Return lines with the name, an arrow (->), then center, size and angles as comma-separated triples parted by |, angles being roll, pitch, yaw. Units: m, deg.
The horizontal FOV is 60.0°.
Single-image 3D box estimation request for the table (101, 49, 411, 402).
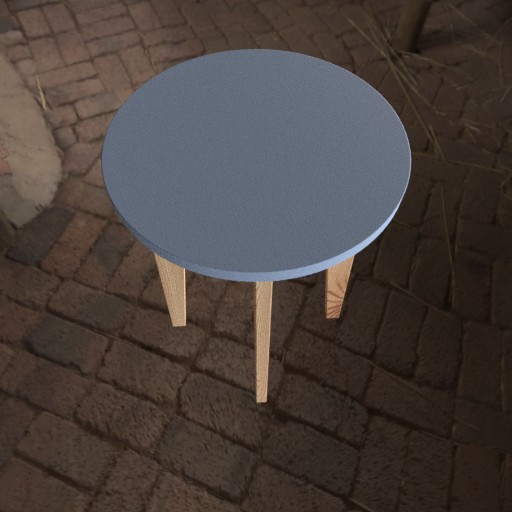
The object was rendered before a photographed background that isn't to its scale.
table -> 0.000, 0.000, 0.721 | 0.350, 0.500, 0.350 | 0, 58, 0
